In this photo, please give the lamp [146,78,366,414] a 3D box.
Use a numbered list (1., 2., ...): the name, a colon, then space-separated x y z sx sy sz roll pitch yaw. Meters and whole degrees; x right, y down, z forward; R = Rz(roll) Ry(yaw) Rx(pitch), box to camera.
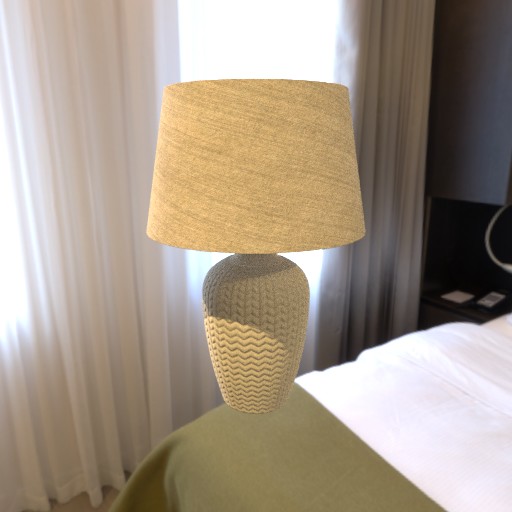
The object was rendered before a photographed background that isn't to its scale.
1. lamp: 0.000 0.000 0.824 0.390 0.580 0.390 0 15 0
